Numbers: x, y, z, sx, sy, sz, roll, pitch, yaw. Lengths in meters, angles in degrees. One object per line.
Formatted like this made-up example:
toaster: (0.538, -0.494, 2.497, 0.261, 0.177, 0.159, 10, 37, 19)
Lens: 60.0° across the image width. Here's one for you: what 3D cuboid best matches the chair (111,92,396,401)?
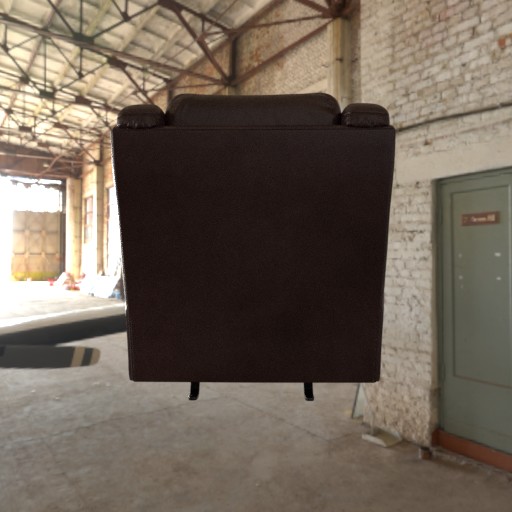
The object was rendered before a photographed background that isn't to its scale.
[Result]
chair: (0.000, 0.000, 1.903, 0.990, 1.093, 1.041, 0, -1, 1)
